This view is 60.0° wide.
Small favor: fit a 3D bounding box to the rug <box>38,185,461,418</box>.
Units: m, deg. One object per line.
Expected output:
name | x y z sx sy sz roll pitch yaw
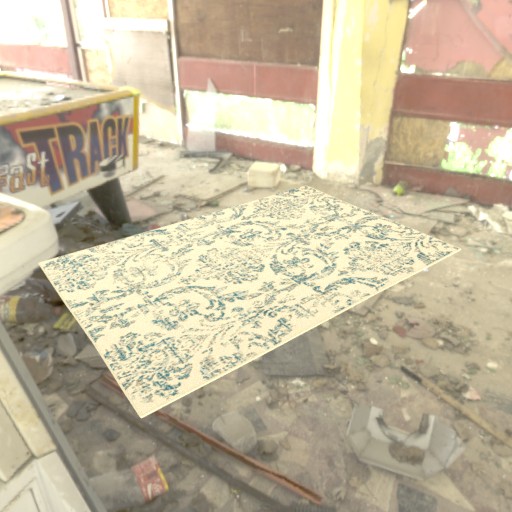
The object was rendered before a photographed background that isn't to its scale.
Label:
rug | 0.000 0.000 2.293 1.831 0.012 1.213 -20 35 -32
